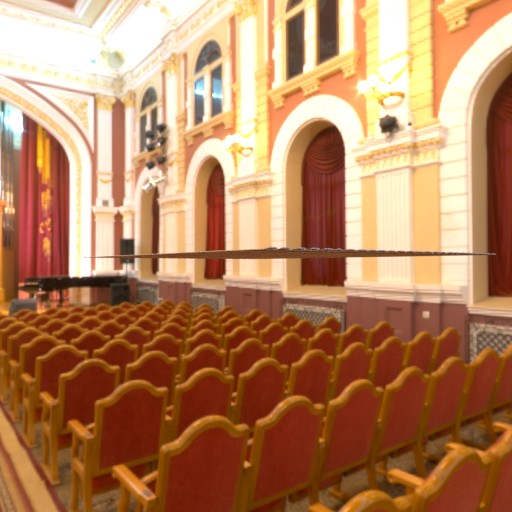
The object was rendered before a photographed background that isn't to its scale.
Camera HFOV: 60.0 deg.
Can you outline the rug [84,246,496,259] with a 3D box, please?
[{"bbox_3d":[0.000,0.000,2.840,1.544,0.010,2.315,1,-1,-36],"label":"rug"}]
